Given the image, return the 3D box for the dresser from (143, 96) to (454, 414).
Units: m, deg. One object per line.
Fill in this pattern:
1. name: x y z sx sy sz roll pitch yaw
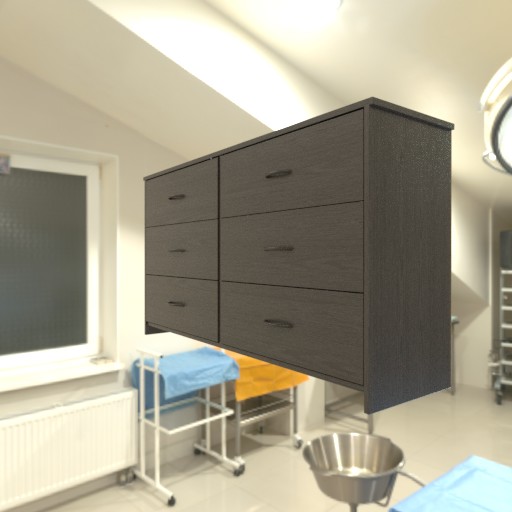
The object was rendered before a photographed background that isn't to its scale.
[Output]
1. dresser: 0.000 0.000 1.690 0.401 0.755 1.360 0 0 -37
